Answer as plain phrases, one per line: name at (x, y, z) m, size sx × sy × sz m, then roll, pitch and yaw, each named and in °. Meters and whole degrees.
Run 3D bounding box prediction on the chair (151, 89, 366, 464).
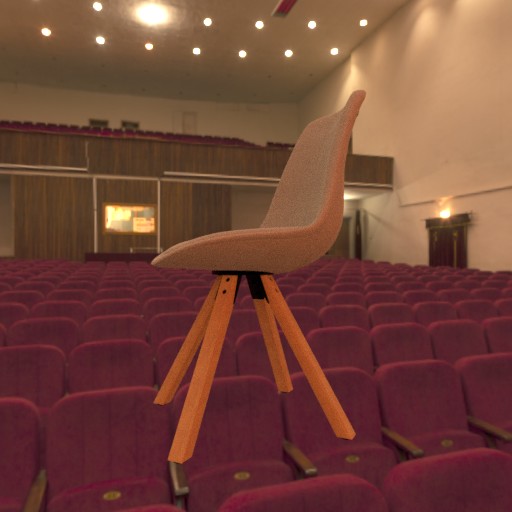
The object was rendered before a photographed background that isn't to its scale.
chair at (0.000, 0.000, 1.192) m, size 0.549 × 0.863 × 0.474 m, roll 0°, pitch -1°, yaw -17°
